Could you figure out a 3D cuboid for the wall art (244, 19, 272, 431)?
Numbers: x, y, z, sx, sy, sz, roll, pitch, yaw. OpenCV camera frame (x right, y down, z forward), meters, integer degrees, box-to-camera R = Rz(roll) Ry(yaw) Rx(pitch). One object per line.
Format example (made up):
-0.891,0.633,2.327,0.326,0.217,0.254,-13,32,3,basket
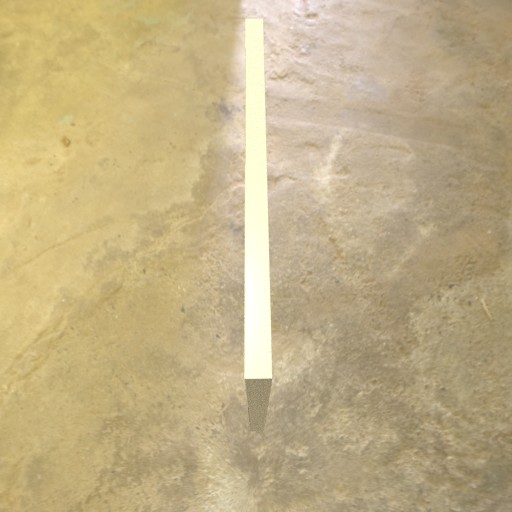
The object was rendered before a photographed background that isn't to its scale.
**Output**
0.000,0.000,0.670,0.023,0.453,0.455,0,63,0,wall art
